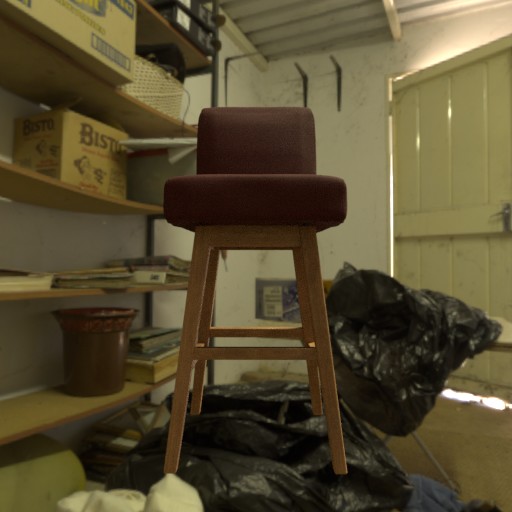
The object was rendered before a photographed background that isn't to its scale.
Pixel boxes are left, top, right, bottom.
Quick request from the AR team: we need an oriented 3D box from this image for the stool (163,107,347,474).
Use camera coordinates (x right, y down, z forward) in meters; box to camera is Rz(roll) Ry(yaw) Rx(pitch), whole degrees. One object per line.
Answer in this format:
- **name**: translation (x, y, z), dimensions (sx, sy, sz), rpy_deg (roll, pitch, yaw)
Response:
- **stool**: translation (0.000, 0.000, 1.357), dimensions (0.468, 1.093, 0.562), rpy_deg (0, -1, 0)
